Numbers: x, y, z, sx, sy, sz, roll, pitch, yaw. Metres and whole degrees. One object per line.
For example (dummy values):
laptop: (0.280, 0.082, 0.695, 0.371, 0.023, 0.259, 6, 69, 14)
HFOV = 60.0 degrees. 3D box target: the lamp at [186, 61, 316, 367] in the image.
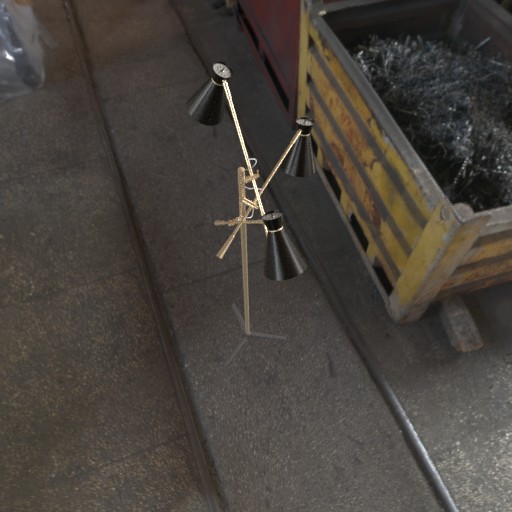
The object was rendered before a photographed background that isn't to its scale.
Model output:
lamp: (0.000, 0.000, 2.209, 0.750, 1.804, 0.653, 31, 62, 18)
